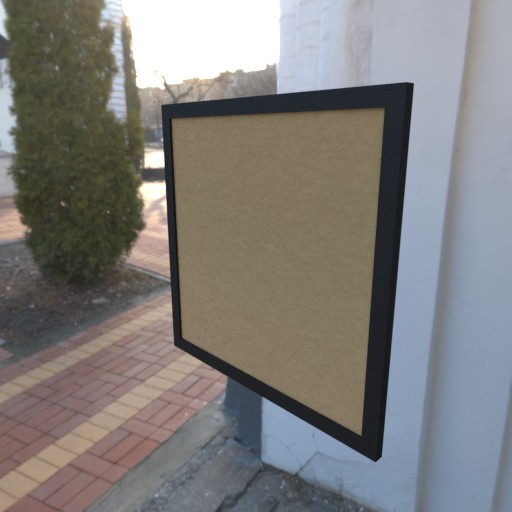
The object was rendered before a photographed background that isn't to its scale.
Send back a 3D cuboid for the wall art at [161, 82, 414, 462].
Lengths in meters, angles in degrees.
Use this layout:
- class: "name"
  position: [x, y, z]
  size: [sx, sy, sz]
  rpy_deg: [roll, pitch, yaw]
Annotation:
- class: "wall art"
  position: [0.000, 0.000, 0.526]
  size: [0.012, 0.357, 0.358]
  rpy_deg: [-14, 21, -42]
